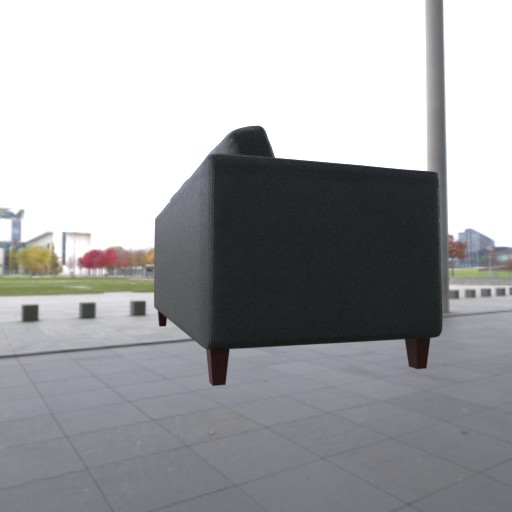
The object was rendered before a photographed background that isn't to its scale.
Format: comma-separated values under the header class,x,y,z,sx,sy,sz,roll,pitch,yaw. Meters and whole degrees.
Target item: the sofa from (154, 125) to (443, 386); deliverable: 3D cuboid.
class,x,y,z,sx,sy,sz,roll,pitch,yaw
sofa,0.000,0.000,2.441,0.951,0.933,1.883,1,-2,-18
